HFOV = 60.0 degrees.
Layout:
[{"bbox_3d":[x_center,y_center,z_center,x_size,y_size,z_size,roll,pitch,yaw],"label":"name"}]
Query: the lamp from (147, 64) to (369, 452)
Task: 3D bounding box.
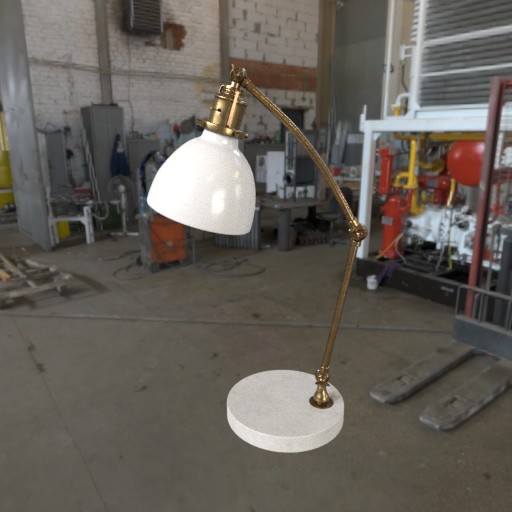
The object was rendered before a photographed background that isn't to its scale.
[{"bbox_3d":[0.000,0.000,0.654,0.317,0.522,0.186,2,15,8],"label":"lamp"}]
